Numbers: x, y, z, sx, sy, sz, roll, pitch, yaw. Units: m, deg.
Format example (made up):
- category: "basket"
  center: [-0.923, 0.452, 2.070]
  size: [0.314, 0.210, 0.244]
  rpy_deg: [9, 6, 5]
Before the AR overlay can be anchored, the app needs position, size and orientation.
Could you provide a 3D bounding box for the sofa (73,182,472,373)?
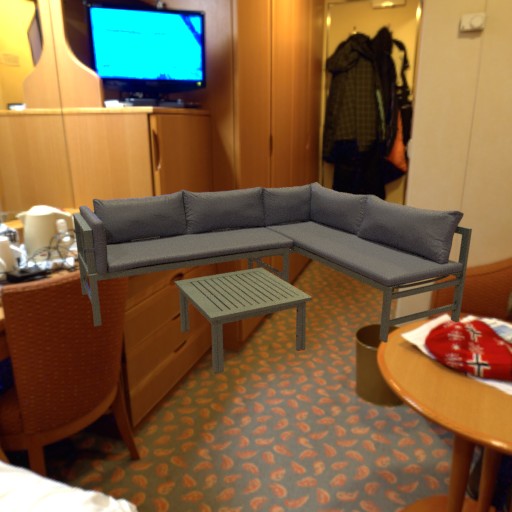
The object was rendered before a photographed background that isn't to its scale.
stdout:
- category: "sofa"
  center: [0.000, 0.000, 3.036]
  size: [2.149, 0.762, 1.658]
  rpy_deg: [-8, 18, -26]
